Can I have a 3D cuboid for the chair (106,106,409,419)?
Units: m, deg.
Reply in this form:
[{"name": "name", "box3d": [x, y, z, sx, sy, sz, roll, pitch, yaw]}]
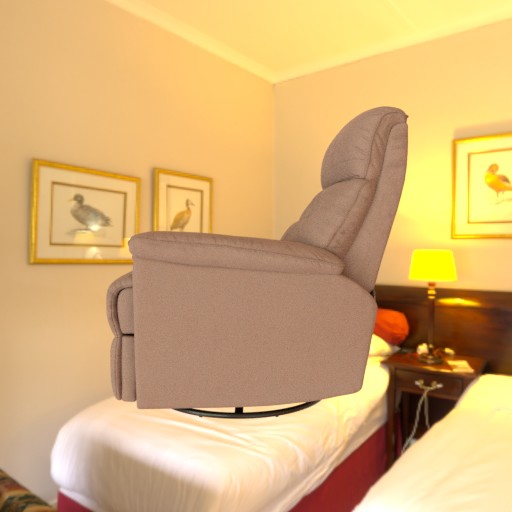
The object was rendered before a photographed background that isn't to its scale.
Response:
[{"name": "chair", "box3d": [0.000, 0.000, 1.723, 1.004, 1.037, 0.820, 0, 1, -1]}]
